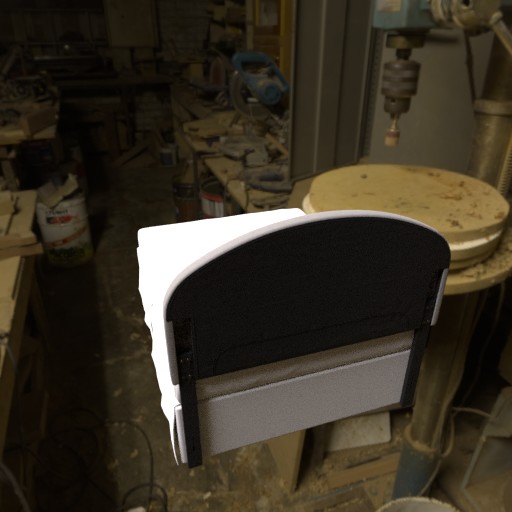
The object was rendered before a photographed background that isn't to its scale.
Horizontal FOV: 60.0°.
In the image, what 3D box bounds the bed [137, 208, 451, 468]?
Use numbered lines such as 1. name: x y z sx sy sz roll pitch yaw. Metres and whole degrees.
1. bed: 0.000 0.000 3.137 1.607 1.410 2.005 -9 30 -16
